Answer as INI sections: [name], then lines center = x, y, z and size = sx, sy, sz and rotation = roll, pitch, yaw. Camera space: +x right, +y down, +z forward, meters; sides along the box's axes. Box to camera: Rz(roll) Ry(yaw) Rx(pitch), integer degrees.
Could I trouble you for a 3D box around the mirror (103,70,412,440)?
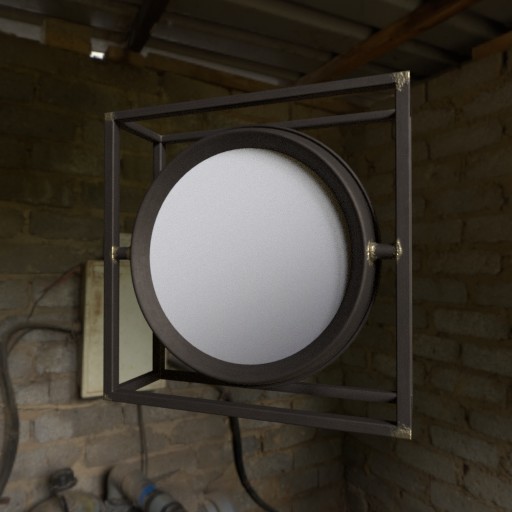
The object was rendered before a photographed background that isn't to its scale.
[mirror]
center = 0.000, 0.000, 0.463
size = 0.306, 0.303, 0.107
rotation = 0, -1, 20
